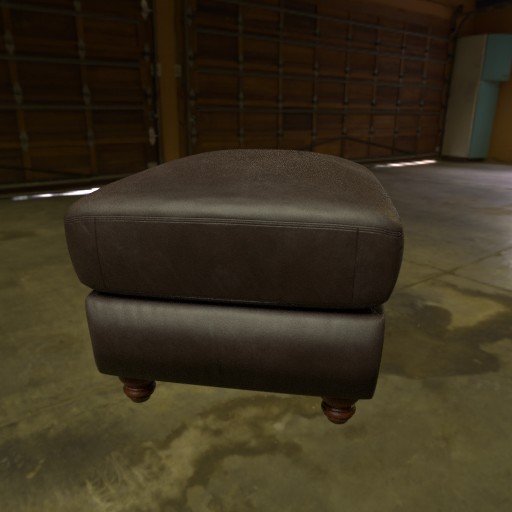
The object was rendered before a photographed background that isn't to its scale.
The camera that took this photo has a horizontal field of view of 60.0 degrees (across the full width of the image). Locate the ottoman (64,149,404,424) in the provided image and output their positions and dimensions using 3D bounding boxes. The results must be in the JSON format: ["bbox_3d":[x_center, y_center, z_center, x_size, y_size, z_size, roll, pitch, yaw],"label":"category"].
[{"bbox_3d":[0.000,0.000,1.240,0.670,0.569,0.806,3,18,9],"label":"ottoman"}]
